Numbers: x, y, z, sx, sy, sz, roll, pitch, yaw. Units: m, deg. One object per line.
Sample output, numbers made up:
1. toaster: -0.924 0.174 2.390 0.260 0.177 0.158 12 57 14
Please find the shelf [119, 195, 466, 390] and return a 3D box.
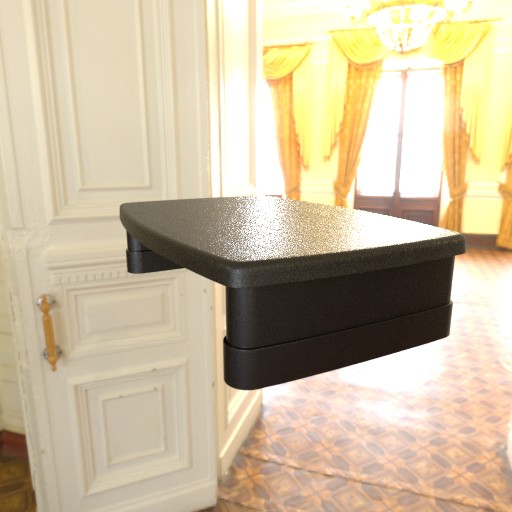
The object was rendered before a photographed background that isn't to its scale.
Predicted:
1. shelf: 0.000 0.000 0.533 0.280 0.100 0.410 -7 15 -27
